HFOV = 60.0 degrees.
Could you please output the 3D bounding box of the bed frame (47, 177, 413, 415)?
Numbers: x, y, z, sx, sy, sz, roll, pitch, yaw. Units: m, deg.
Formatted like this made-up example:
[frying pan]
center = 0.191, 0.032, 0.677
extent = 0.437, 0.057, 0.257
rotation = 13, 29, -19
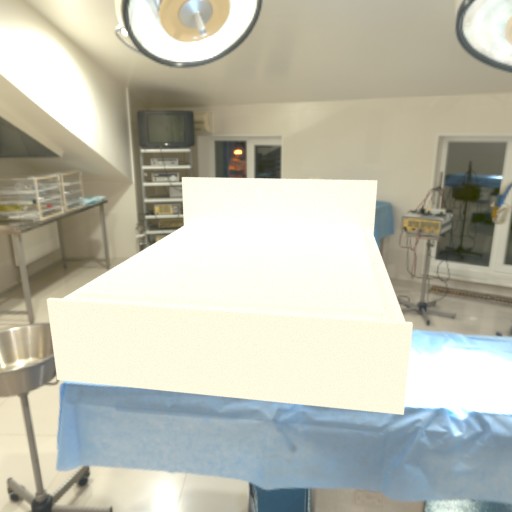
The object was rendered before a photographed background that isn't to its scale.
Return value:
[bed frame]
center = 0.000, 0.000, 2.849
extent = 1.622, 0.800, 1.960
rotation = 3, 16, 10
